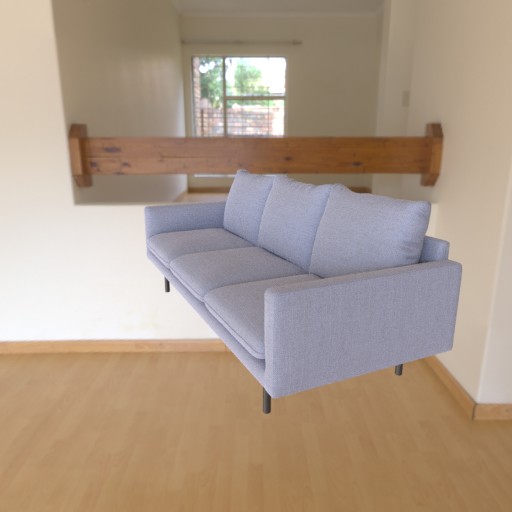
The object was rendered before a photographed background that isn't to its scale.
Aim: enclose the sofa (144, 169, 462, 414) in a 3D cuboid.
[{"bbox_3d":[0.000,0.000,2.453,0.850,0.830,2.000,-7,17,-24],"label":"sofa"}]
